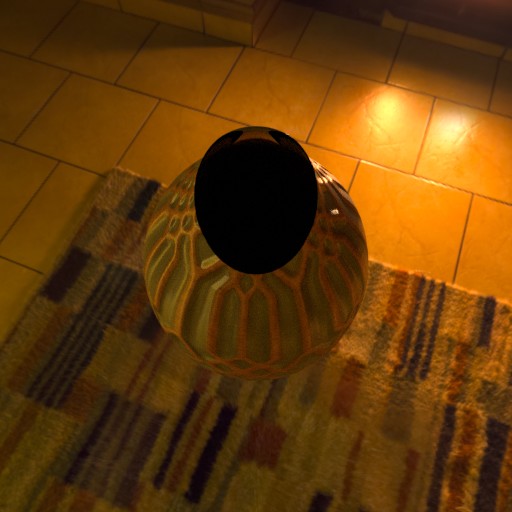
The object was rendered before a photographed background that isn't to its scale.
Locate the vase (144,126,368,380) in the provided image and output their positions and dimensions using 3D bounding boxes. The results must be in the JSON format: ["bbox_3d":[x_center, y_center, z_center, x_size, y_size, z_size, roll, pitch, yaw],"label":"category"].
[{"bbox_3d":[0.000,0.000,0.135,0.069,0.088,0.069,0,64,0],"label":"vase"}]
